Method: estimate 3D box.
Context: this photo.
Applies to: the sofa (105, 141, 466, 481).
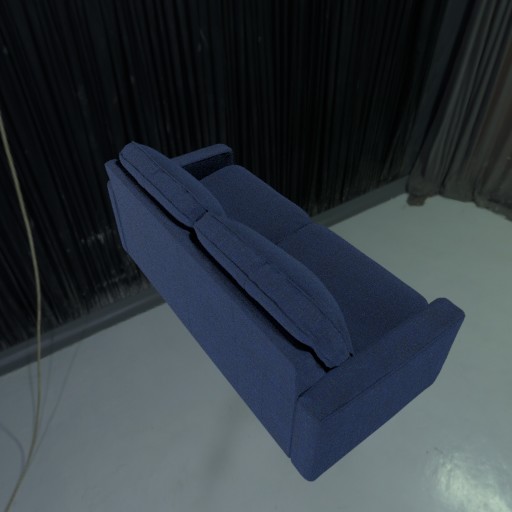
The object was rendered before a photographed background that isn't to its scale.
[{"bbox_3d":[0.000,0.000,2.526,0.940,0.919,2.080,-26,47,-26],"label":"sofa"}]
